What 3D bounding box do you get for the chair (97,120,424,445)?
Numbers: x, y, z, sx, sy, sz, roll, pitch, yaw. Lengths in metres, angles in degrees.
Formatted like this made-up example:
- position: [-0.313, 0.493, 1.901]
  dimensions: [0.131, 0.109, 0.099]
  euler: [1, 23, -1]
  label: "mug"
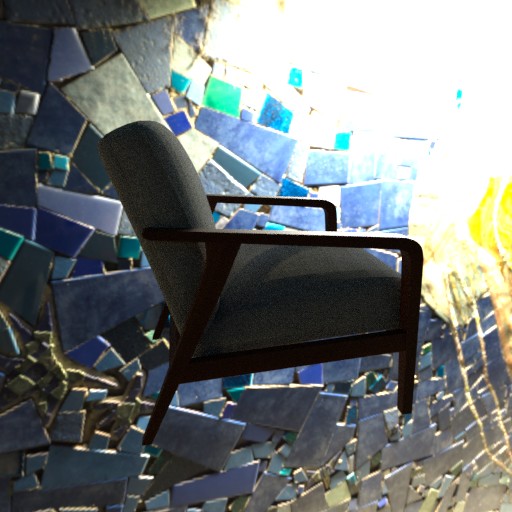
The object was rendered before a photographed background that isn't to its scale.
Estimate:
- position: [0.000, 0.000, 1.458]
  dimensions: [0.858, 0.847, 0.704]
  euler: [-3, 16, -10]
  label: "chair"
